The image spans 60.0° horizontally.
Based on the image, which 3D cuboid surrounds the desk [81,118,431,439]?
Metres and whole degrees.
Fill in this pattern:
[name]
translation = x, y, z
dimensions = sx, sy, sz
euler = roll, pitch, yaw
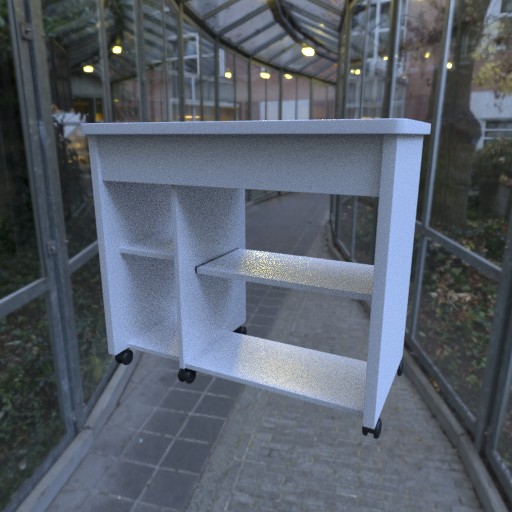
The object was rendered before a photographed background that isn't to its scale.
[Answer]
[desk]
translation = 0.000, 0.000, 1.334
dimensions = 0.877, 0.763, 0.475
euler = 8, 17, 26
